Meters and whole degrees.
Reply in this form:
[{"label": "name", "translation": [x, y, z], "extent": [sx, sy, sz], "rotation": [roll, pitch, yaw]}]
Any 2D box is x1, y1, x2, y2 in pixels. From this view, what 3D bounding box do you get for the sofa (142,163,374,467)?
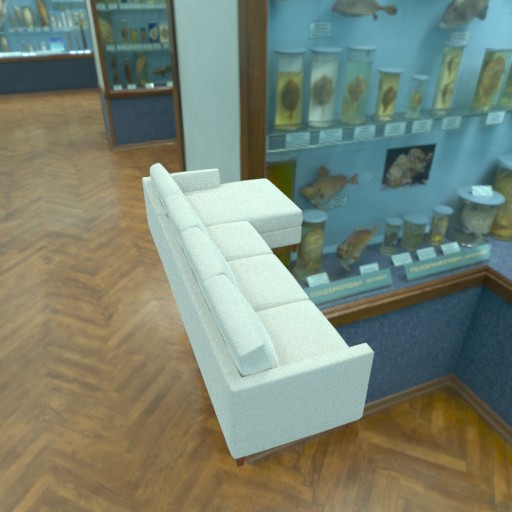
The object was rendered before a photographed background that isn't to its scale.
[{"label": "sofa", "translation": [0.000, 0.000, 4.189], "extent": [1.606, 0.954, 3.471], "rotation": [-11, 33, -17]}]
